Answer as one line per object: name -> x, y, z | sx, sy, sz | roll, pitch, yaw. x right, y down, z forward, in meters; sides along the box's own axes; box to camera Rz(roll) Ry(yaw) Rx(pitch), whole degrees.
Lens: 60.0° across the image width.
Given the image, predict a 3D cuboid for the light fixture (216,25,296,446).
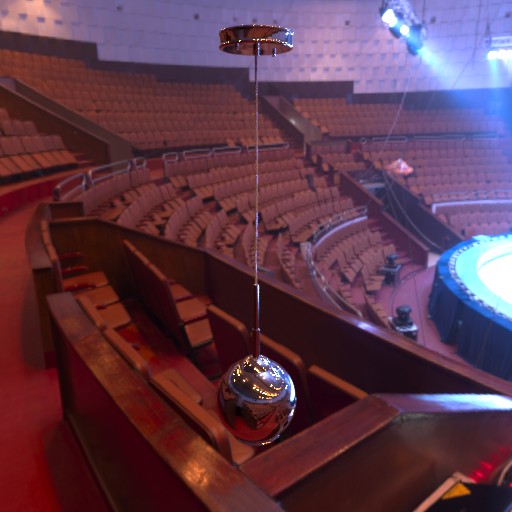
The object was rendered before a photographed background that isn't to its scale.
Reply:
light fixture -> 0.000, 0.000, 1.682 | 0.336, 1.538, 0.336 | 15, 21, 43
